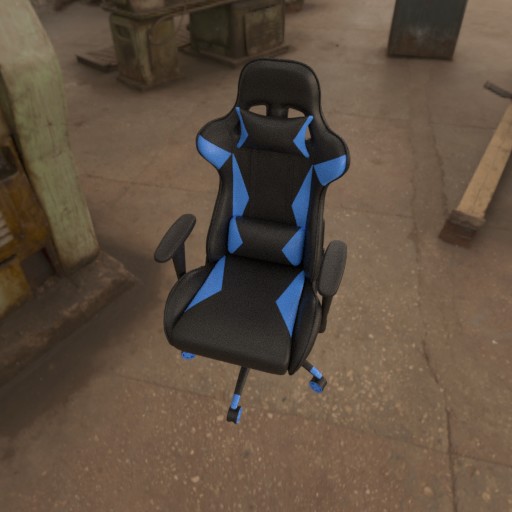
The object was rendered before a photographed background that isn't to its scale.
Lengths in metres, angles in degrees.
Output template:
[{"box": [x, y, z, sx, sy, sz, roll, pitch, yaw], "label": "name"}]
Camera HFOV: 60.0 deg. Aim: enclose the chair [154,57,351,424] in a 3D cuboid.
[{"box": [0.000, 0.000, 1.691, 0.695, 1.282, 0.730, 11, 42, 12], "label": "chair"}]
